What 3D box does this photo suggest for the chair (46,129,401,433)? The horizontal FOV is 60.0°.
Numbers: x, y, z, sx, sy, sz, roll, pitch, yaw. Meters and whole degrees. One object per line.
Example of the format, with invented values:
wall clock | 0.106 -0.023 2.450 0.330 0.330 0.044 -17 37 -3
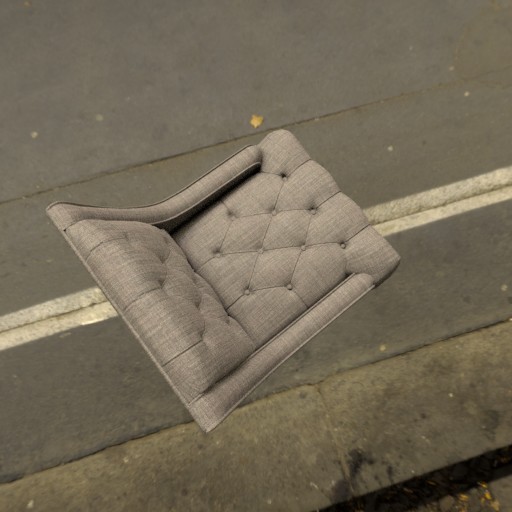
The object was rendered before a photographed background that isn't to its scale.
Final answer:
chair | 0.000 0.000 1.450 0.771 0.891 0.655 -38 79 -8
